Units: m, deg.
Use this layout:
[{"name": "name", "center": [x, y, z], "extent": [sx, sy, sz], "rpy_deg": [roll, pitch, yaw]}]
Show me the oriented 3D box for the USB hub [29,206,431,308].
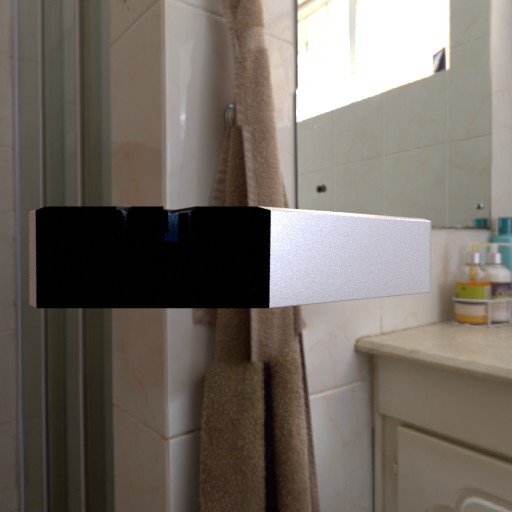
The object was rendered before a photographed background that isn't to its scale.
[{"name": "USB hub", "center": [0.000, 0.000, 0.125], "extent": [0.110, 0.023, 0.044], "rpy_deg": [0, 1, -36]}]
